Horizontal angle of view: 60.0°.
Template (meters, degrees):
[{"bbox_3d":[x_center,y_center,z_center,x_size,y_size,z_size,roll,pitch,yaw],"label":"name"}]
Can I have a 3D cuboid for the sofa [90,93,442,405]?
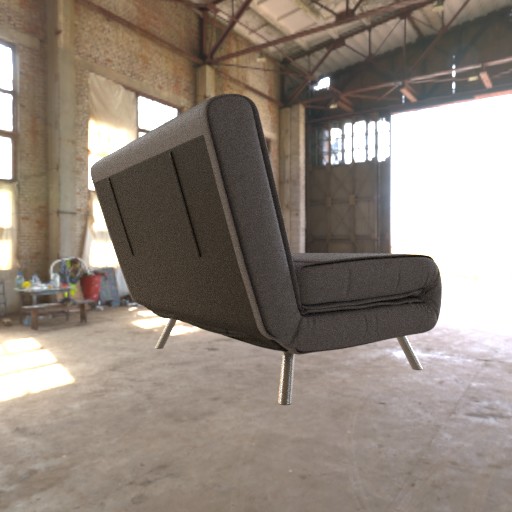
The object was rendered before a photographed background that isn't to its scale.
[{"bbox_3d":[0.000,0.000,1.738,1.000,0.825,1.020,0,1,-36],"label":"sofa"}]
